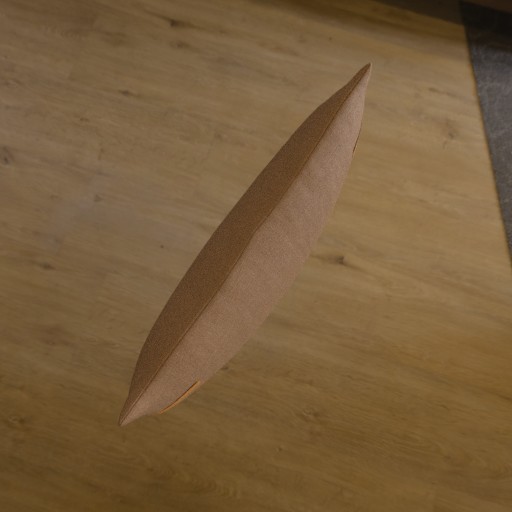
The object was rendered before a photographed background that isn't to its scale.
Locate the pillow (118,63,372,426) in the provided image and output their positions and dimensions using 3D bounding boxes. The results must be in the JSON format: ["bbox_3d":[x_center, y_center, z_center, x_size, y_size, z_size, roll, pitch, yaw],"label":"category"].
[{"bbox_3d":[0.000,0.000,0.734,0.148,0.308,0.612,33,79,7],"label":"pillow"}]
